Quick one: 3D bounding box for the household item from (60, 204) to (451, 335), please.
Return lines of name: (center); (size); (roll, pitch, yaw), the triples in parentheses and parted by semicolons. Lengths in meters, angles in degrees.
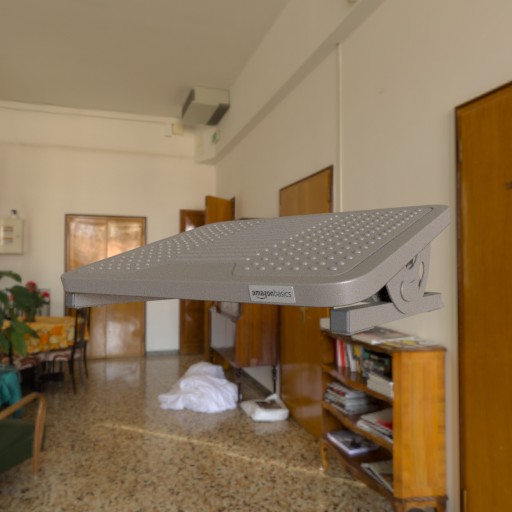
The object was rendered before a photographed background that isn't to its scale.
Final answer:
household item: (0.000, 0.000, 0.534); (0.390, 0.126, 0.301); (-1, -2, 37)
